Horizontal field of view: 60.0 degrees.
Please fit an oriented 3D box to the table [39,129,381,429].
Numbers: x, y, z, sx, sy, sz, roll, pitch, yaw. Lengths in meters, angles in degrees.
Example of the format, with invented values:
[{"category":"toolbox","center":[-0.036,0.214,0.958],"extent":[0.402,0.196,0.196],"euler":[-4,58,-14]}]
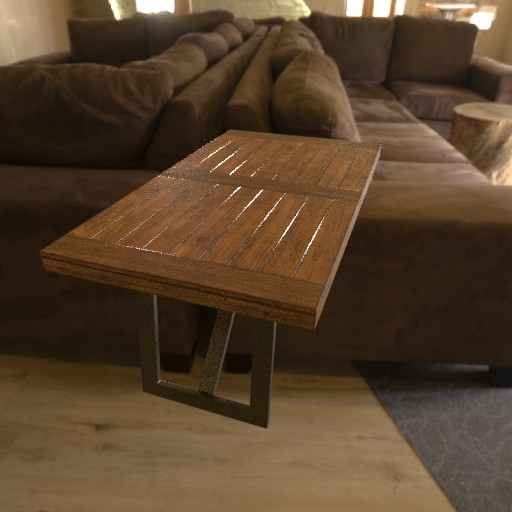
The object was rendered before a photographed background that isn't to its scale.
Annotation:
[{"category":"table","center":[0.000,0.000,2.184],"extent":[0.931,0.757,1.641],"euler":[10,32,17]}]
